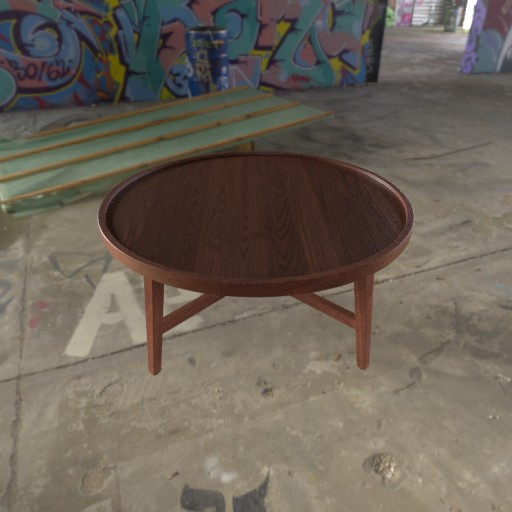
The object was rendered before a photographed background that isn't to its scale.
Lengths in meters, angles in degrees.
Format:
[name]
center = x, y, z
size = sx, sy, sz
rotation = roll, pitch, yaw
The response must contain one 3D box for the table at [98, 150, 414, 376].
[table]
center = 0.000, 0.000, 1.263
size = 0.800, 0.360, 0.800
rotation = 0, 31, 0
